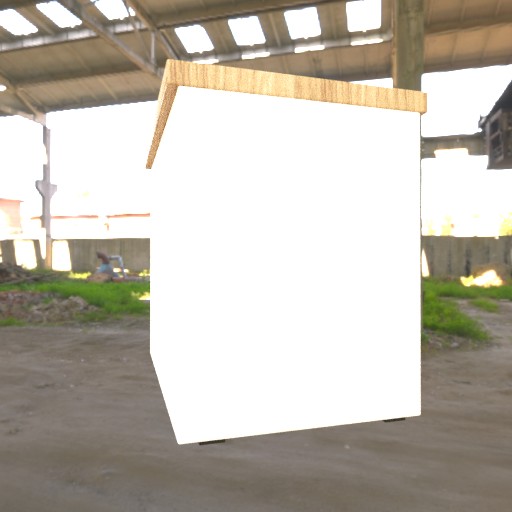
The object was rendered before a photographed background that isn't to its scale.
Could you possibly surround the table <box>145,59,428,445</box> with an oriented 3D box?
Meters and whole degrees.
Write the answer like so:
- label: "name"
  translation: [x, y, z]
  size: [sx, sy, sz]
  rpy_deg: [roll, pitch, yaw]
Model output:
- label: "table"
  translation: [0.000, 0.000, 0.786]
  size: [0.360, 0.440, 0.500]
  rpy_deg: [0, 0, -17]
